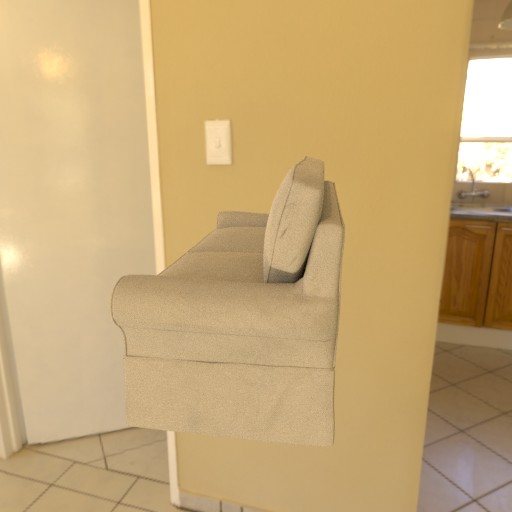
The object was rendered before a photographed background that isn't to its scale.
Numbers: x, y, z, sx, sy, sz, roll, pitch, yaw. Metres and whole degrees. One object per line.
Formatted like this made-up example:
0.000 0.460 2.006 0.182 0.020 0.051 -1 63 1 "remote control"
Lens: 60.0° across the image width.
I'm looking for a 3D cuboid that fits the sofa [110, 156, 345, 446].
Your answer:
0.000 0.000 2.381 0.841 1.024 1.823 2 15 8 "sofa"
